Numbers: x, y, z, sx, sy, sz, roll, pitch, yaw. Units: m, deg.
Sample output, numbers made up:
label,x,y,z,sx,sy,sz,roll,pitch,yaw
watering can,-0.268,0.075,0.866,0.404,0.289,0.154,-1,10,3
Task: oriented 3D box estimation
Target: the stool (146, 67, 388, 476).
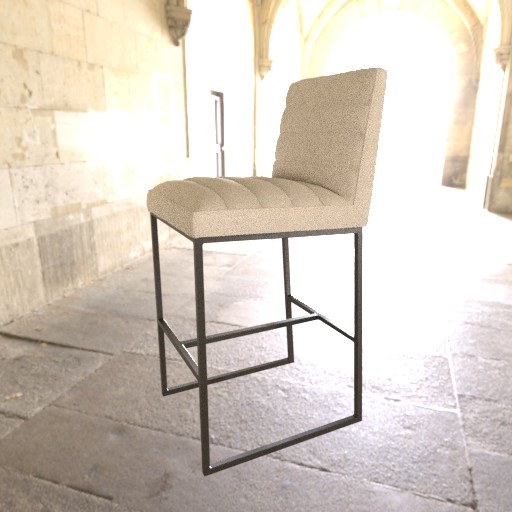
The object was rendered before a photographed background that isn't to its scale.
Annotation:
label,x,y,z,sx,sy,sz,roll,pitch,yaw
stool,0.000,0.000,1.354,0.573,1.061,0.464,-8,17,-25
